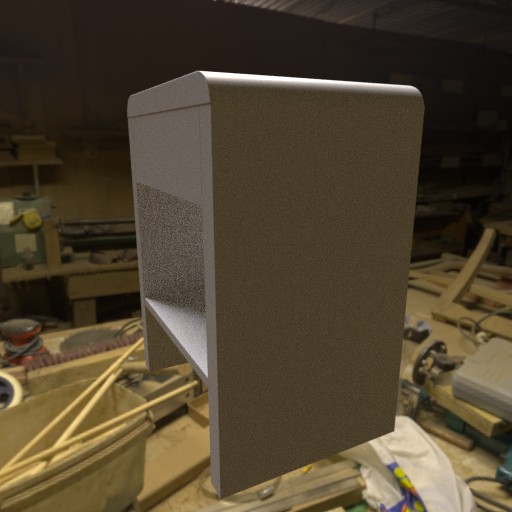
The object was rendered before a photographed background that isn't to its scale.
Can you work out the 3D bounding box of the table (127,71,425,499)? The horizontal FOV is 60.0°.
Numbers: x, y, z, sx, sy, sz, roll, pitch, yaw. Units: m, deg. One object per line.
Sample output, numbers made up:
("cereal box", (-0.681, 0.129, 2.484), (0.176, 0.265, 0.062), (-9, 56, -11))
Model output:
("table", (0.000, 0.000, 0.844), (0.350, 0.590, 0.450), (-8, 17, -26))
